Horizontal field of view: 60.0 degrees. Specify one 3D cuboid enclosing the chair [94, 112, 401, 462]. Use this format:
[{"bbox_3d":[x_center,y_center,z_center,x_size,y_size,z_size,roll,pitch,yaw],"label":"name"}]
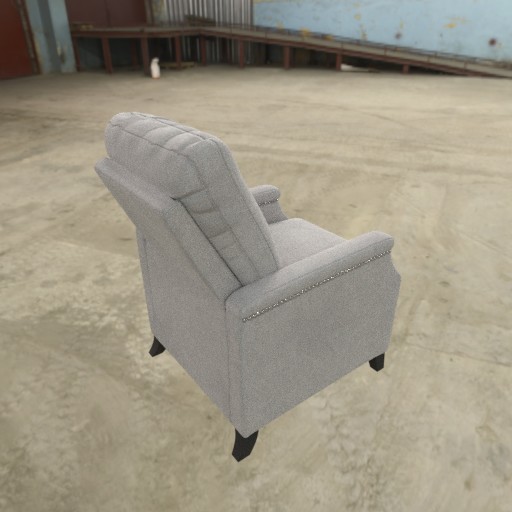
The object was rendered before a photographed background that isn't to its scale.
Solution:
[{"bbox_3d":[0.000,0.000,1.641,0.922,1.049,0.710,-20,34,-32],"label":"chair"}]
